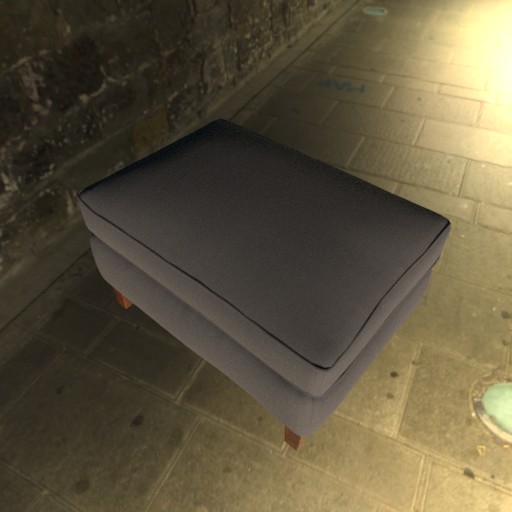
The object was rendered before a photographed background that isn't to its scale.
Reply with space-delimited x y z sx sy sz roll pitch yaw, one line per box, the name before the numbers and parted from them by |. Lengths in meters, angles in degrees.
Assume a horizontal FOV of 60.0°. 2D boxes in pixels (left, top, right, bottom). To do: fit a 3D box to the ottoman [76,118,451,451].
ottoman | 0.000 0.000 1.034 0.686 0.406 0.508 32 53 28
